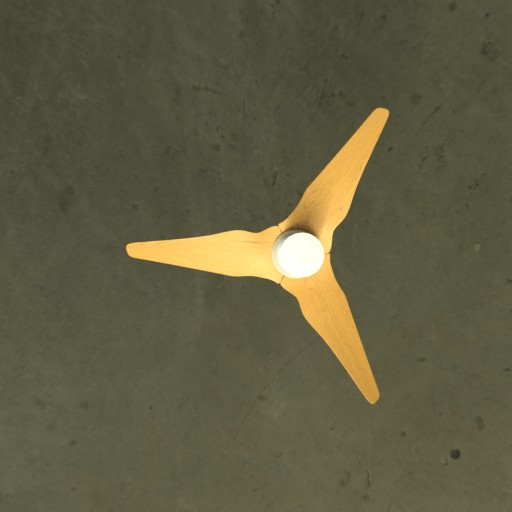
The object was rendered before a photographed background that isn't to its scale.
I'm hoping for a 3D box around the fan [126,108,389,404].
[{"bbox_3d":[0.000,0.000,1.613,1.010,0.355,1.142,0,91,1],"label":"fan"}]
